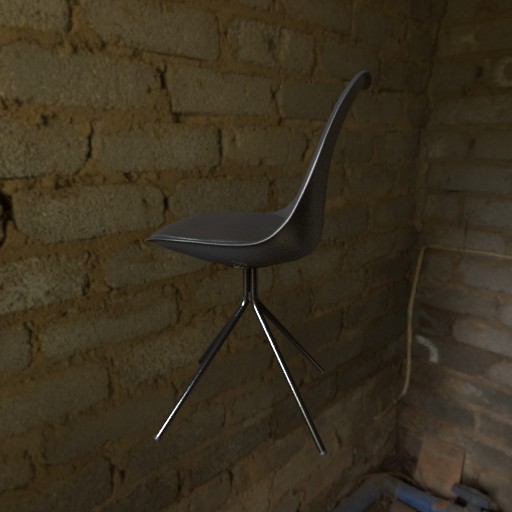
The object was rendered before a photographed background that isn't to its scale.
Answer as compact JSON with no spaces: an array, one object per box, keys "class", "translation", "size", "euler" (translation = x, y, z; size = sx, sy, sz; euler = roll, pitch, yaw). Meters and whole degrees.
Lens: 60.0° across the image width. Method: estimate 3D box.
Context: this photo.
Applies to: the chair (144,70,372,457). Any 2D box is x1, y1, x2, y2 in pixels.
[{"class":"chair","translation":[0.000,0.000,1.145],"size":[0.525,0.850,0.461],"euler":[2,14,8]}]
